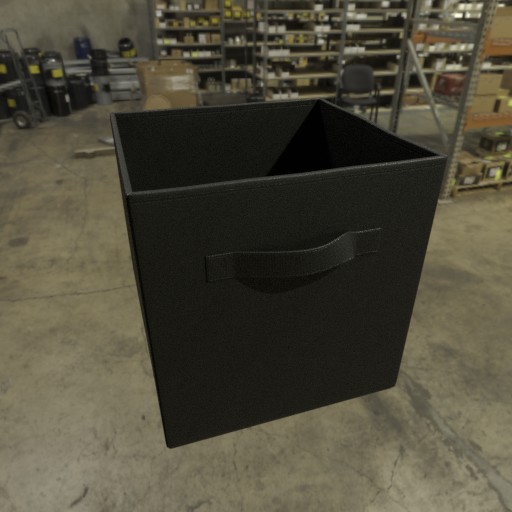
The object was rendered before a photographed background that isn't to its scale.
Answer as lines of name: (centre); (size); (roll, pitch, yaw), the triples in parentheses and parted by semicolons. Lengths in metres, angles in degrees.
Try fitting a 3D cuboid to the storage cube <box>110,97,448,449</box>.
storage cube: (0.000, 0.000, 0.504); (0.270, 0.280, 0.270); (-10, 32, -16)
